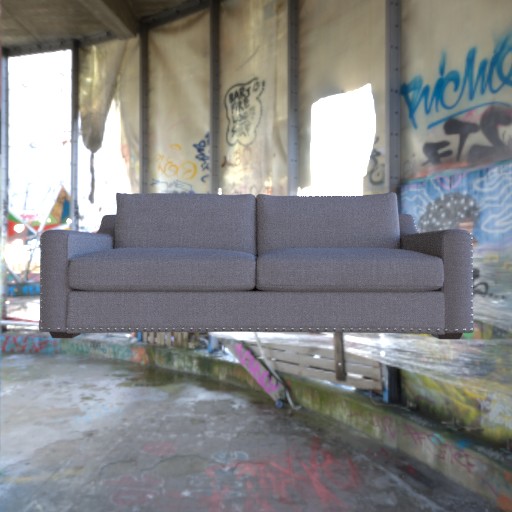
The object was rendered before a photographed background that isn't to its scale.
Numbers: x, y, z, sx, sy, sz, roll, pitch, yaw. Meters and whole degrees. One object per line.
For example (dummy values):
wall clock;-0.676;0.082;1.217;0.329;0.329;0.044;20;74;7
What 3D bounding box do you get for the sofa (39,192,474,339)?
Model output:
sofa;0.000;0.000;2.700;2.208;0.857;1.000;0;0;1
